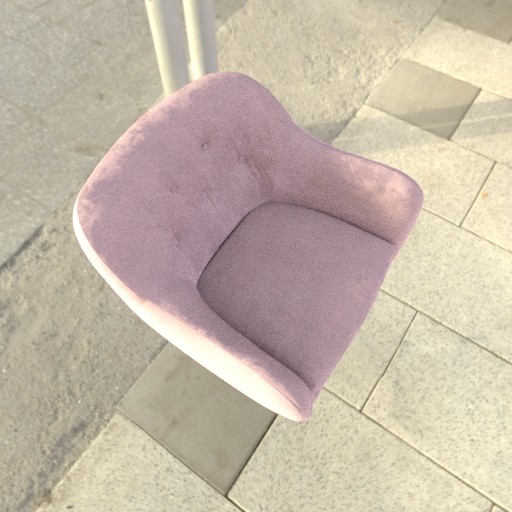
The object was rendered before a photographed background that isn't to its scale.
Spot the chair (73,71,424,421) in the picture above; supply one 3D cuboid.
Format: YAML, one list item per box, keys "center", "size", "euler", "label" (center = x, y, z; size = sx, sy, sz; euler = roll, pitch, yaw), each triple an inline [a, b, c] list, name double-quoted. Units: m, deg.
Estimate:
- center: [0.000, 0.000, 1.497]
  size: [0.820, 0.820, 0.840]
  euler: [29, 63, 16]
  label: "chair"
